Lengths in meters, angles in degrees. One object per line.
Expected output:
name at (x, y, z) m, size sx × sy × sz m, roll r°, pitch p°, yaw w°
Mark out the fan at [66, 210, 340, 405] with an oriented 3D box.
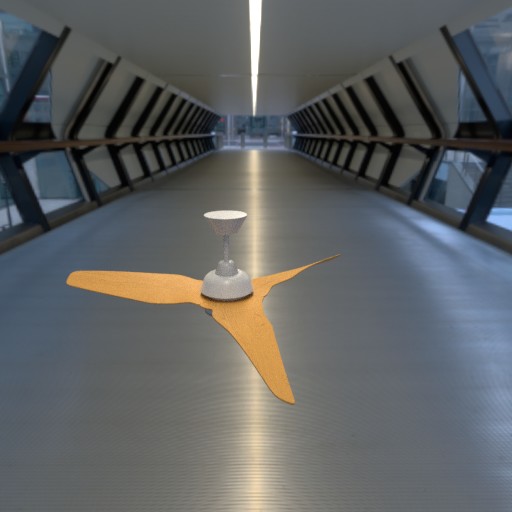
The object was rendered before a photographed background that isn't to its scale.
fan at (0.000, 0.000, 1.636) m, size 1.142 × 0.355 × 1.010 m, roll 15°, pitch 22°, yaw 42°
